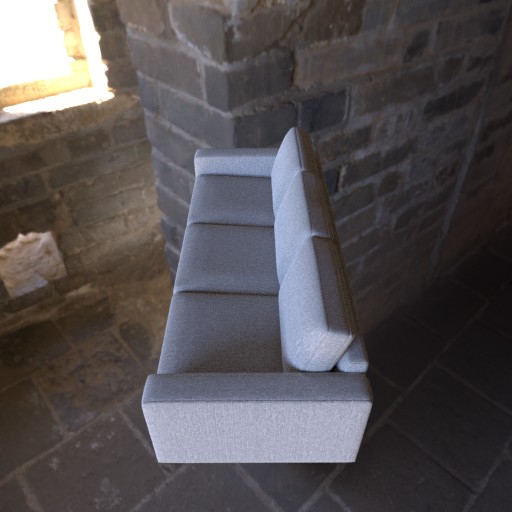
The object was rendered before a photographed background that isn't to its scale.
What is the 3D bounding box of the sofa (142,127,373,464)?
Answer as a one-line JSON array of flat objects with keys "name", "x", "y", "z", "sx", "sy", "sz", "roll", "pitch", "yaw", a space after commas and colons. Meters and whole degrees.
[{"name": "sofa", "x": 0.000, "y": 0.000, "z": 2.576, "sx": 0.900, "sy": 0.800, "sz": 2.120, "roll": 0, "pitch": 40, "yaw": 0}]
